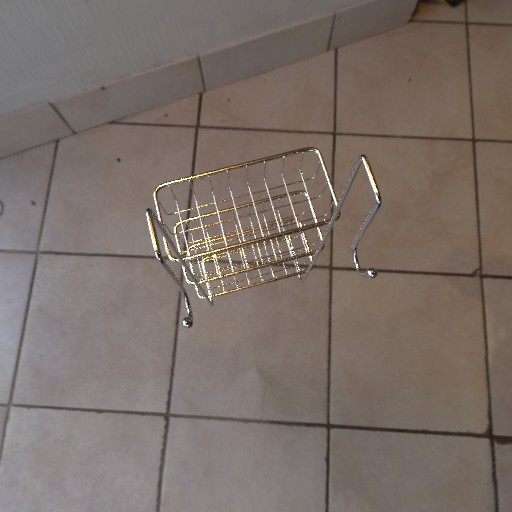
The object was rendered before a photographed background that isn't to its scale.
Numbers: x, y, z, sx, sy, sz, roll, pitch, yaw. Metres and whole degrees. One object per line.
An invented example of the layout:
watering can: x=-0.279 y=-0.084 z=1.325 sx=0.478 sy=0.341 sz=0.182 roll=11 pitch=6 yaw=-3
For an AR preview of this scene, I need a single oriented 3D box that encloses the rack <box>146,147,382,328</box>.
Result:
rack: x=0.000 y=0.000 z=0.660 sx=0.228 sy=0.574 sz=0.202 roll=-15 pitch=77 yaw=-4
